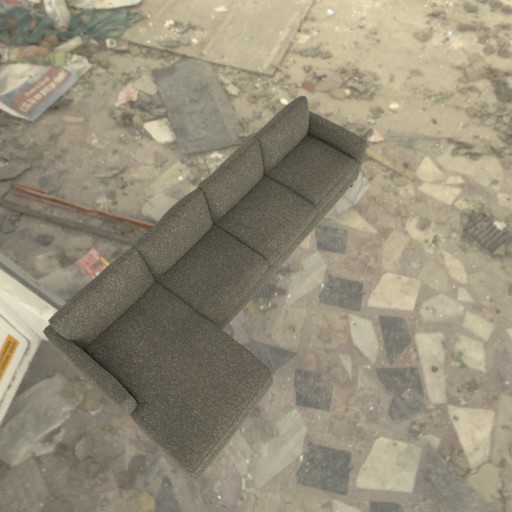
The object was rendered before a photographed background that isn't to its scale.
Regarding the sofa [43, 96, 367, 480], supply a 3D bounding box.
[{"bbox_3d":[0.000,0.000,3.461,1.350,0.810,2.932,34,64,19],"label":"sofa"}]
